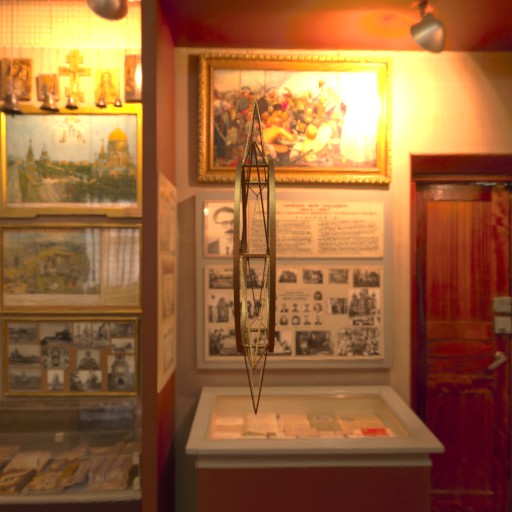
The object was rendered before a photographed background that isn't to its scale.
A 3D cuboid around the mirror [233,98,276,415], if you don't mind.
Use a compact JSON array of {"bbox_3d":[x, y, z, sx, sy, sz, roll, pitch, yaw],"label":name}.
[{"bbox_3d":[0.000,0.000,0.813,0.062,0.581,0.498,0,0,1],"label":"mirror"}]
